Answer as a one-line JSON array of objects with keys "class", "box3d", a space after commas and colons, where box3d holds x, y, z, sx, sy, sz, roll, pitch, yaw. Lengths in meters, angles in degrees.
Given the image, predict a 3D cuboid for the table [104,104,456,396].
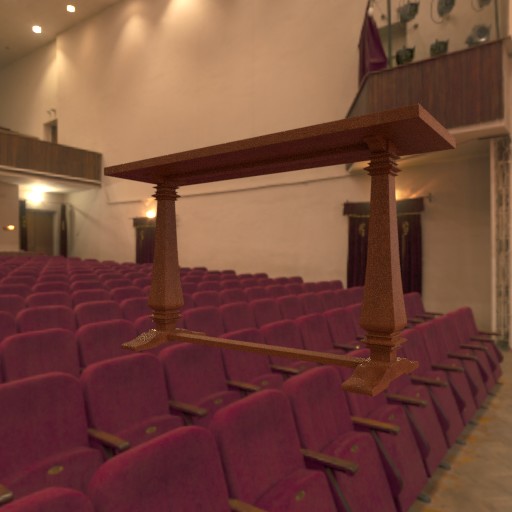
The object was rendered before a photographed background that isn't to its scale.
[{"class": "table", "box3d": [0.000, 0.000, 1.868, 1.478, 0.852, 0.461, 0, 0, 36]}]
